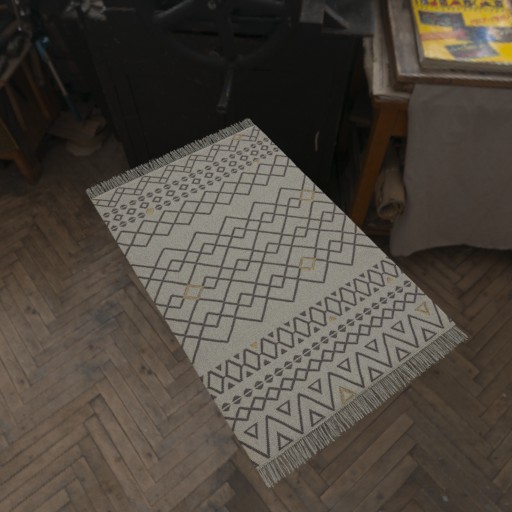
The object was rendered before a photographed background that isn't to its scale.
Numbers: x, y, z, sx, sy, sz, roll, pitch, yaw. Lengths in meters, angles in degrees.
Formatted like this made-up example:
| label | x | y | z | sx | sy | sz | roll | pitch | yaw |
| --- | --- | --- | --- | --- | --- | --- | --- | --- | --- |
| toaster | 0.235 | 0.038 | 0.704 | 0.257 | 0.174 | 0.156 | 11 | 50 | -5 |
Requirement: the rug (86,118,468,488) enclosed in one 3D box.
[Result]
| label | x | y | z | sx | sy | sz | roll | pitch | yaw |
| --- | --- | --- | --- | --- | --- | --- | --- | --- | --- |
| rug | 0.000 | 0.000 | 3.047 | 1.495 | 0.035 | 2.472 | -29 | 61 | -18 |
